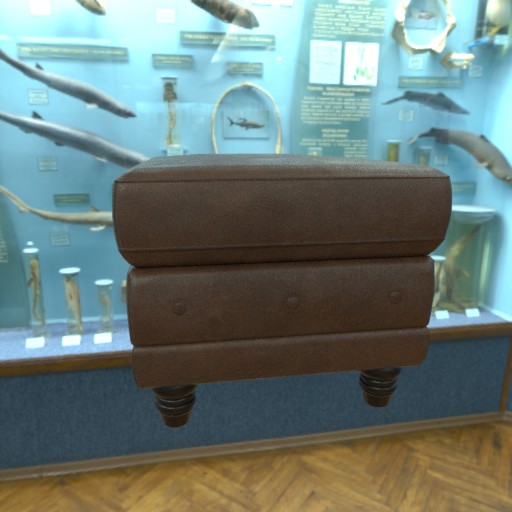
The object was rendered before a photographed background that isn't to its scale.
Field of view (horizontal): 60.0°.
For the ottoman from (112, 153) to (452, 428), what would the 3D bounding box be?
[{"bbox_3d":[0.000,0.000,1.152,0.588,0.509,0.795,-2,14,-9],"label":"ottoman"}]
